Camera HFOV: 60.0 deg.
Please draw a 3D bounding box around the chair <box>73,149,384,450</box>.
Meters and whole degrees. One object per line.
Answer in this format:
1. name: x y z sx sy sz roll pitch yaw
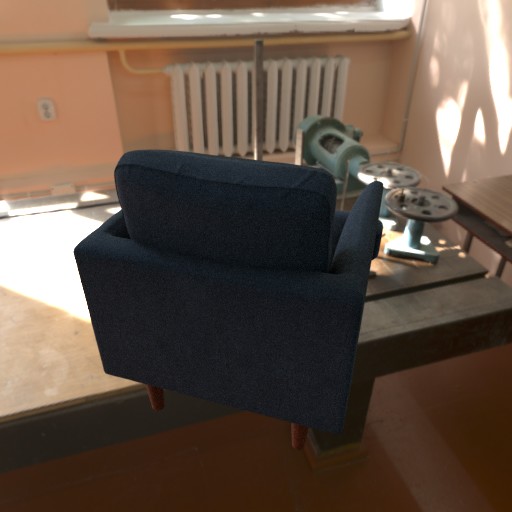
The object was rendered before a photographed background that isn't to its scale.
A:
1. chair: 0.000 0.000 1.617 0.858 0.957 0.899 10 34 15
